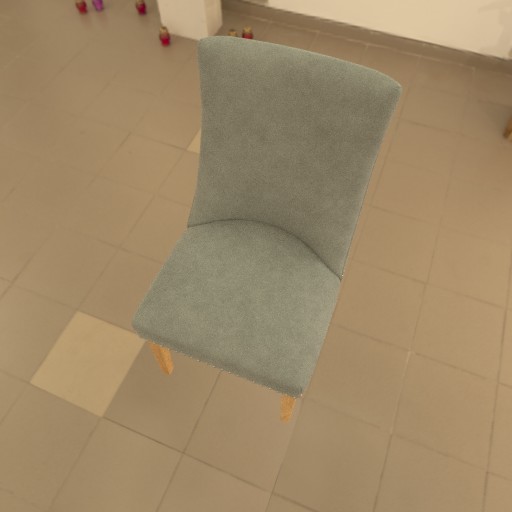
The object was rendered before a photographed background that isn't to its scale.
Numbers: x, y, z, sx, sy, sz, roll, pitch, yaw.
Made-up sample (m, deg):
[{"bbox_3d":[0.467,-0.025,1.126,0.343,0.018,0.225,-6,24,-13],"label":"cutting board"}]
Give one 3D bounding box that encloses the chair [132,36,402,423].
[{"bbox_3d":[0.000,0.000,1.229,0.495,0.902,0.610,18,60,11],"label":"chair"}]
